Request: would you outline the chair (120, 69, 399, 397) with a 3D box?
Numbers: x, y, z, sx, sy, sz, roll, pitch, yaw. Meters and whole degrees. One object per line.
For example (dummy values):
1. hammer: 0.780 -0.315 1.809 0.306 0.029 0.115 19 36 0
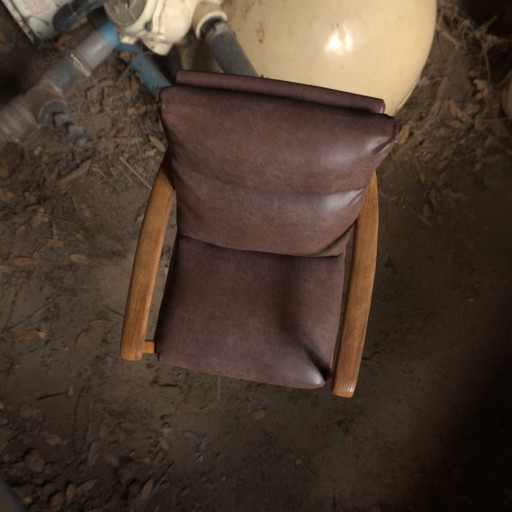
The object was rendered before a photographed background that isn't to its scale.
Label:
1. chair: 0.000 0.000 1.499 0.782 0.897 0.830 9 78 2
